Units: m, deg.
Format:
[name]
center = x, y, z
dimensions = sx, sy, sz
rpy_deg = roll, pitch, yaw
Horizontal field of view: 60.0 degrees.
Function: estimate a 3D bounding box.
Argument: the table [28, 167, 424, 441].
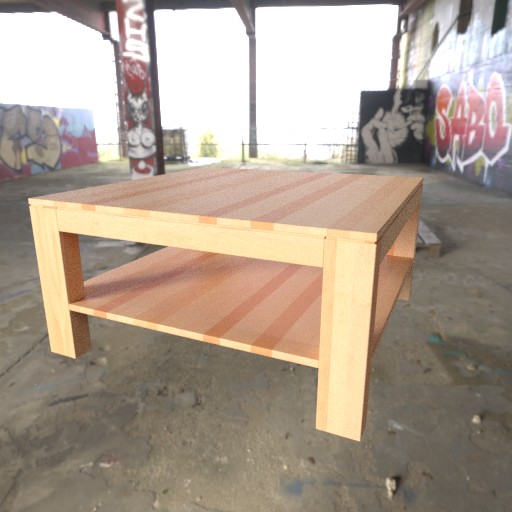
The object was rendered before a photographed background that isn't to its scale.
[table]
center = 0.000, 0.000, 1.436
dimensions = 0.900, 0.450, 0.900
rpy_deg = 8, 19, 24
